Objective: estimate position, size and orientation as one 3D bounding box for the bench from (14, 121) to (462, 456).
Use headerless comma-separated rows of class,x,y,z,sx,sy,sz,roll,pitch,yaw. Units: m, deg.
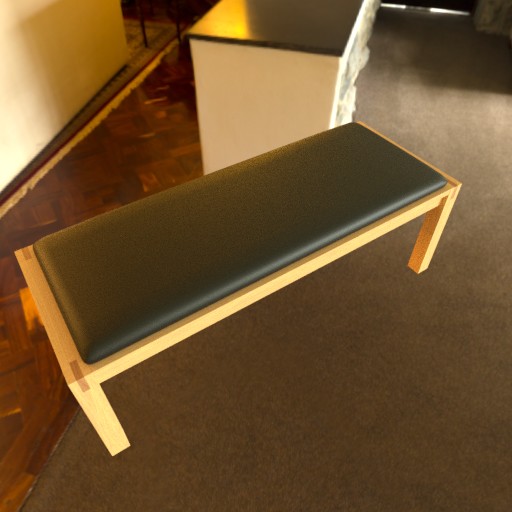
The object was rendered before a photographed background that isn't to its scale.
bench,0.000,0.000,1.362,1.202,0.430,0.450,-26,51,-23
